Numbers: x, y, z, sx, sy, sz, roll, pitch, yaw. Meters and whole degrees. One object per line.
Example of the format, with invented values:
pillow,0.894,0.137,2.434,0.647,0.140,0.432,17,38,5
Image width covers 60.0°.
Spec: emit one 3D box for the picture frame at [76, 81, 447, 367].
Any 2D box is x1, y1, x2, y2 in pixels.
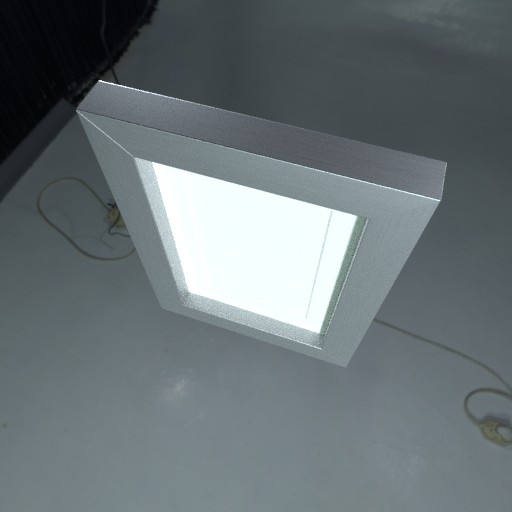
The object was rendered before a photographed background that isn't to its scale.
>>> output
picture frame,0.000,0.000,0.276,0.157,0.208,0.028,16,60,10
